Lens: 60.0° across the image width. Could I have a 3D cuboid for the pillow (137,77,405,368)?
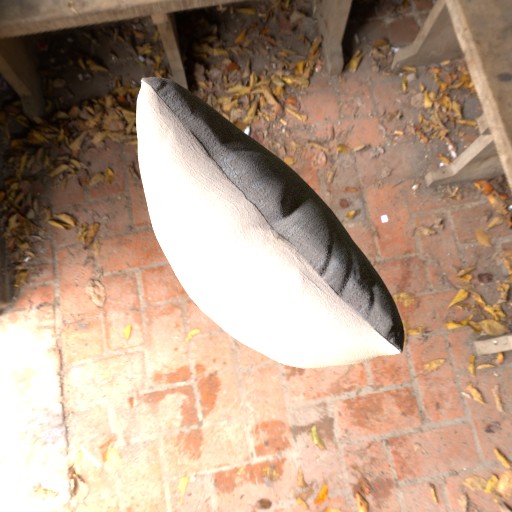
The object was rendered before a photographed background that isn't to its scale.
[{"bbox_3d":[0.000,0.000,0.716,0.245,0.448,0.450,-39,79,-9],"label":"pillow"}]
